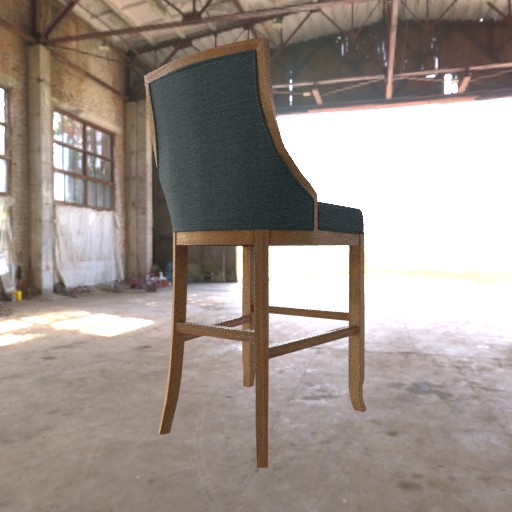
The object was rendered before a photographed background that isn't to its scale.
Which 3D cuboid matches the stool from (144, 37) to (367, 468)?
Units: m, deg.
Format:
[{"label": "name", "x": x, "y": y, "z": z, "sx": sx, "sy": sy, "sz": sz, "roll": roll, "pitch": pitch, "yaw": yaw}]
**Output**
[{"label": "stool", "x": 0.000, "y": 0.000, "z": 1.458, "sx": 0.524, "sy": 1.101, "sz": 0.626, "roll": 1, "pitch": 1, "yaw": 35}]
